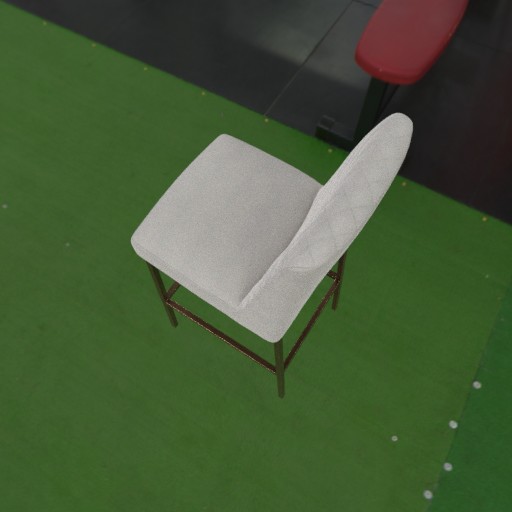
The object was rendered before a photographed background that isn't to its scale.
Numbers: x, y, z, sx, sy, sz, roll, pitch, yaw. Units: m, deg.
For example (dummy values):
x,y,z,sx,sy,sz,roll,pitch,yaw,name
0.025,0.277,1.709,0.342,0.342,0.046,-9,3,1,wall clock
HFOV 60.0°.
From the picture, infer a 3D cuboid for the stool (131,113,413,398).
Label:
x,y,z,sx,sy,sz,roll,pitch,yaw,name
0.000,0.000,1.336,0.546,1.084,0.462,30,67,14,stool
